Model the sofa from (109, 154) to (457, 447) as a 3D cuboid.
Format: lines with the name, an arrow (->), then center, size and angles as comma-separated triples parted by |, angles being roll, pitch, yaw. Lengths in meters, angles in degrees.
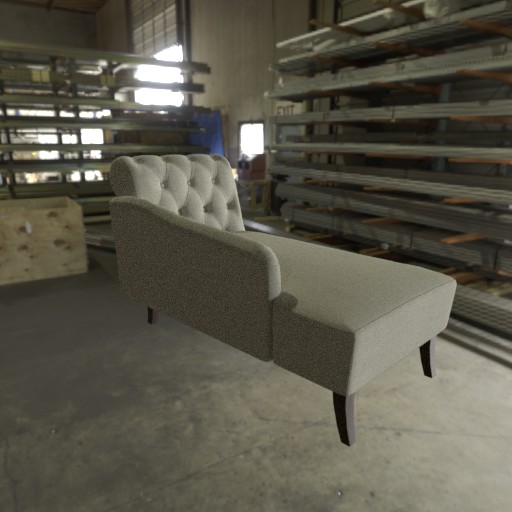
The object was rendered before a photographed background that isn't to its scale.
sofa -> 0.000, 0.000, 1.818 | 0.675, 0.787, 1.379 | -14, 20, -43
